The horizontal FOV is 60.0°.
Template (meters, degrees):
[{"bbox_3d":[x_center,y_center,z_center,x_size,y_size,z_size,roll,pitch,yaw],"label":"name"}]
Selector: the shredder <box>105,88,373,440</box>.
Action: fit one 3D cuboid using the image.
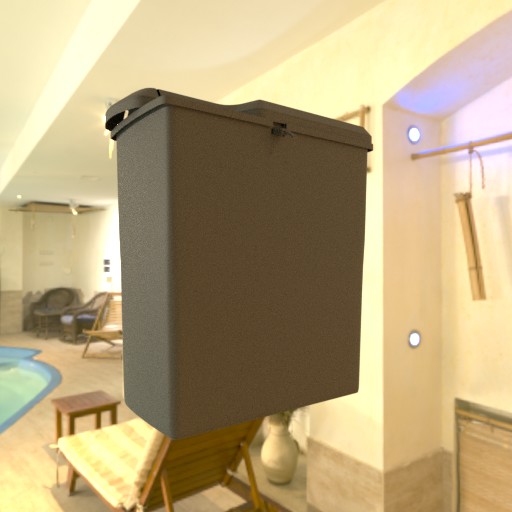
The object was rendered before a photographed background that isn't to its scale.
[{"bbox_3d":[0.000,0.000,0.515,0.320,0.335,0.170,0,-1,-36],"label":"shredder"}]
